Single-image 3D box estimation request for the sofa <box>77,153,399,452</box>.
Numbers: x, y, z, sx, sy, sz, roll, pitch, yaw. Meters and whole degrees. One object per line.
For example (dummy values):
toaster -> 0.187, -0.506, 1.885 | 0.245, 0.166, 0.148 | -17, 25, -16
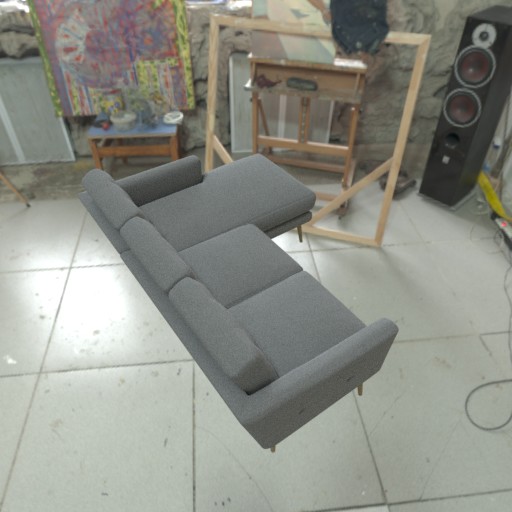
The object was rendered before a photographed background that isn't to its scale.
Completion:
sofa -> 0.000, 0.000, 2.829 | 1.530, 0.860, 2.040 | -26, 48, -25
